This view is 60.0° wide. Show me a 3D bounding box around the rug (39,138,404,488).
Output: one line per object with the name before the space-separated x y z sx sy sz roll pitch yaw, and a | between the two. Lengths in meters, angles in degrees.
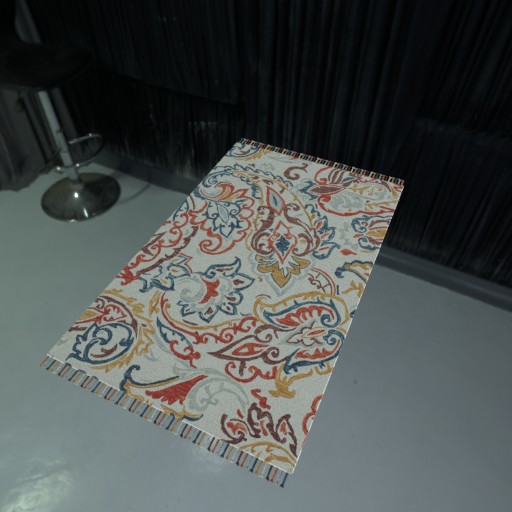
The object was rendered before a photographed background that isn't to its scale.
rug | 0.000 0.000 3.087 1.523 0.010 2.584 19 50 17
